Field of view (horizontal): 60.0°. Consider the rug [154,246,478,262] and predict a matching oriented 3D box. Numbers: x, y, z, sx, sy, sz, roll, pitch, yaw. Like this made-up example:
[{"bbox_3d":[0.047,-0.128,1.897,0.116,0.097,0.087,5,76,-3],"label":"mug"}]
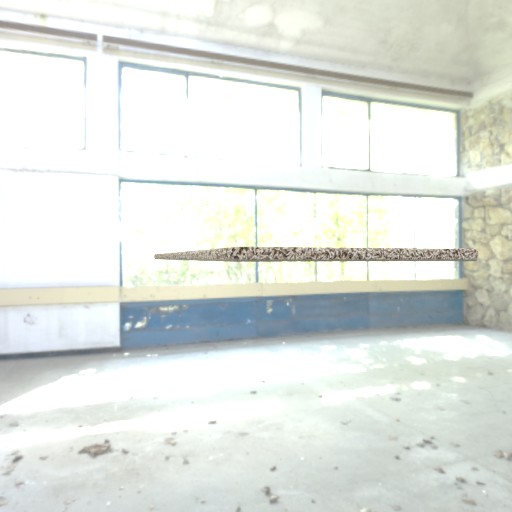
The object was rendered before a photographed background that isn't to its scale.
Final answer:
[{"bbox_3d":[0.000,0.000,1.669,0.609,0.030,1.524,0,0,-18],"label":"rug"}]
